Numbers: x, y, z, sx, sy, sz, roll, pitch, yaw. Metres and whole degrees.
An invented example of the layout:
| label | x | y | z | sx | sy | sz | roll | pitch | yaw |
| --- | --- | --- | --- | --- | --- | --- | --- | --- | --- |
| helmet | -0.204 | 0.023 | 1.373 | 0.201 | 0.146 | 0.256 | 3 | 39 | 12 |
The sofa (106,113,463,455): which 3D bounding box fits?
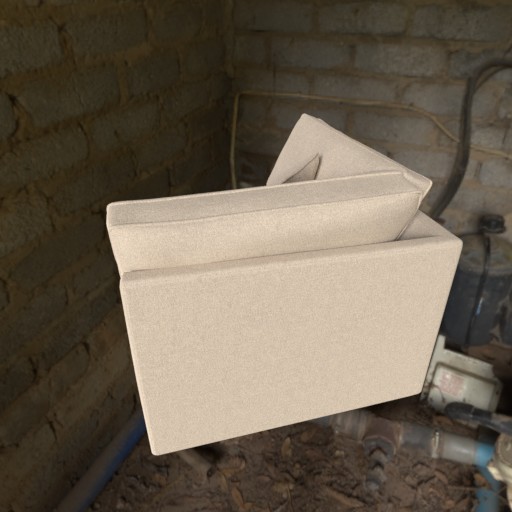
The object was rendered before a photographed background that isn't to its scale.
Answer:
| label | x | y | z | sx | sy | sz | roll | pitch | yaw |
| --- | --- | --- | --- | --- | --- | --- | --- | --- | --- |
| sofa | 0.000 | 0.000 | 1.812 | 1.042 | 0.937 | 1.050 | -8 | 33 | -13 |
